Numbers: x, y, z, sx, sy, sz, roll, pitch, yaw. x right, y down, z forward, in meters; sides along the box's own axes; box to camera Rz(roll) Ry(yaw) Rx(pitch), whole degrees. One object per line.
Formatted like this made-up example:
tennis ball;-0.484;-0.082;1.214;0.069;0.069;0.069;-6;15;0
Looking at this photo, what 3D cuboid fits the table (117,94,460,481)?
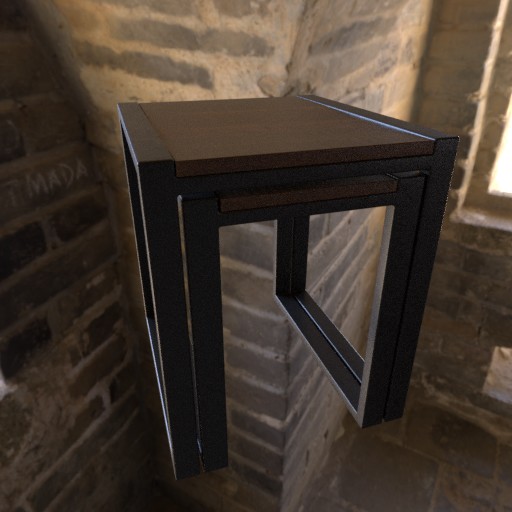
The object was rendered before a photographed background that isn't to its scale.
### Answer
table;0.000;0.000;0.902;0.449;0.550;0.500;-8;28;-16
